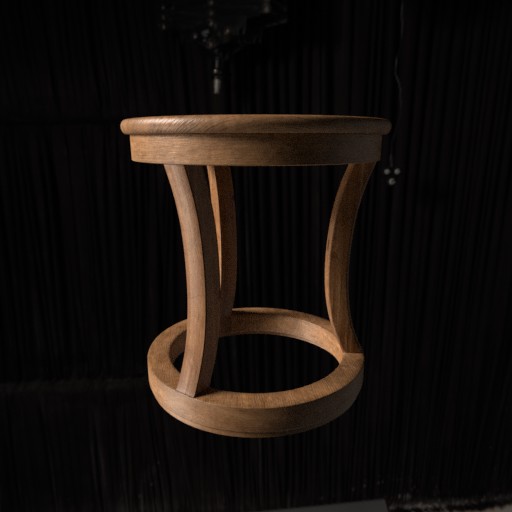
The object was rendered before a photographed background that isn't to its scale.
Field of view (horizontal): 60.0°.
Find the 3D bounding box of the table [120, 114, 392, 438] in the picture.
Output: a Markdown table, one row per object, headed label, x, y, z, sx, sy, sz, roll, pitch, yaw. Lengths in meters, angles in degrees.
| label | x | y | z | sx | sy | sz | roll | pitch | yaw |
| --- | --- | --- | --- | --- | --- | --- | --- | --- | --- |
| table | 0.000 | 0.000 | 0.792 | 0.432 | 0.460 | 0.432 | 0 | 15 | 0 |
